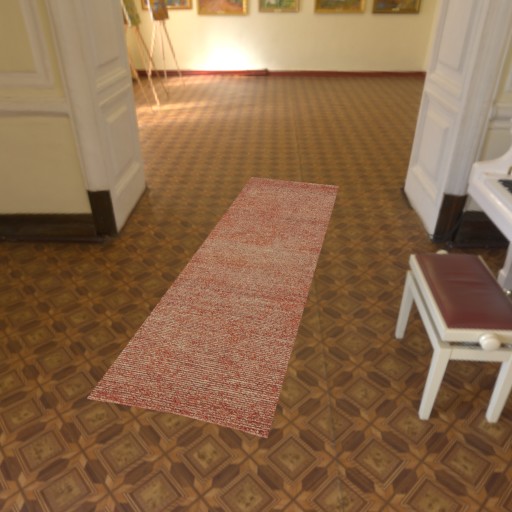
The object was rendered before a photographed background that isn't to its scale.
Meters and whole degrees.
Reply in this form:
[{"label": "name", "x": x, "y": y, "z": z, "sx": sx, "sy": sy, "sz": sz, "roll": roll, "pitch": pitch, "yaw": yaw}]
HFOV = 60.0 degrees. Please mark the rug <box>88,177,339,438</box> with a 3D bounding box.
[{"label": "rug", "x": 0.000, "y": 0.000, "z": 2.601, "sx": 0.718, "sy": 0.013, "sz": 2.353, "roll": 8, "pitch": 33, "yaw": 13}]
